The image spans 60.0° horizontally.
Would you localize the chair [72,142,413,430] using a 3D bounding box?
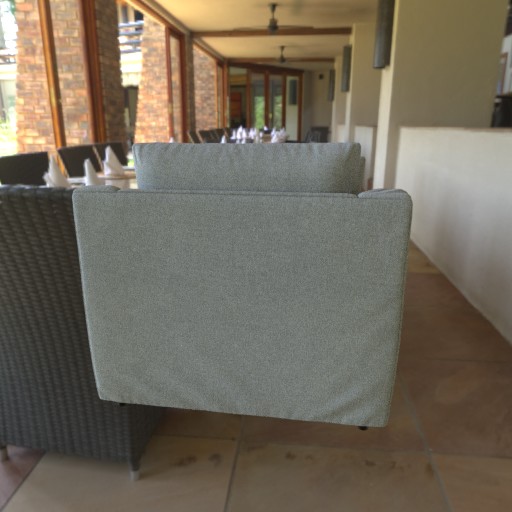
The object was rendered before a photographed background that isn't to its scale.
[{"bbox_3d":[0.000,0.000,2.070,1.194,1.059,1.071,3,17,8],"label":"chair"}]
